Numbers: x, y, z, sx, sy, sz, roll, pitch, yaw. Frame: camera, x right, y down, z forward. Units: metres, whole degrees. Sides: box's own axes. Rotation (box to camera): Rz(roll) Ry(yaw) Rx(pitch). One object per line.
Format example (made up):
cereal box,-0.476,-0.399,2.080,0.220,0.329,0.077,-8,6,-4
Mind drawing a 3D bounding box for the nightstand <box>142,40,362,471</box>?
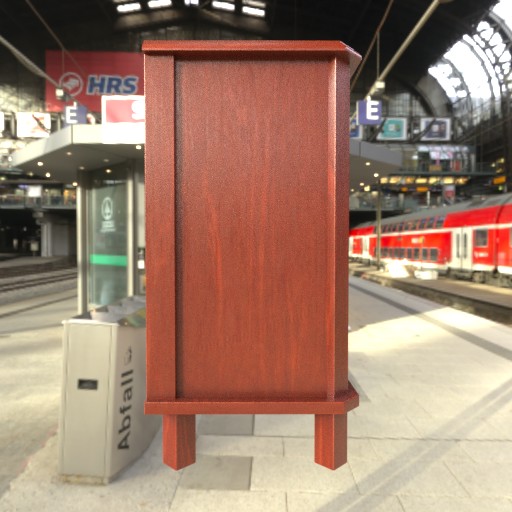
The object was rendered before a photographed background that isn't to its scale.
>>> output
nightstand,0.000,0.000,0.903,0.351,0.681,0.435,0,2,0
